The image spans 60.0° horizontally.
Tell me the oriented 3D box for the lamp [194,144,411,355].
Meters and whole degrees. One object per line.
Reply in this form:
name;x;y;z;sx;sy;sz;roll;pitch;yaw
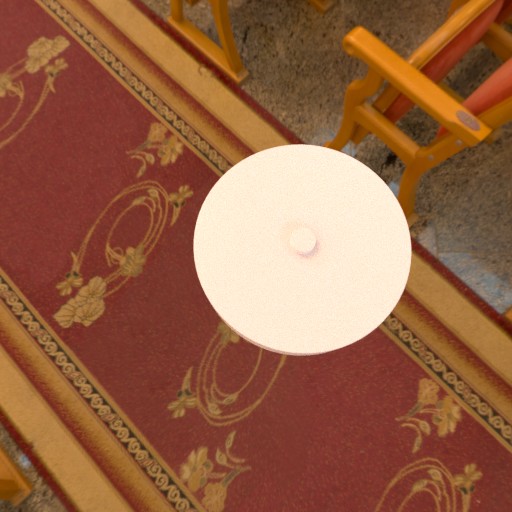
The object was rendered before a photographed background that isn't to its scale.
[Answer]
lamp;0.000;0.000;0.715;0.229;0.508;0.369;-43;79;-10
